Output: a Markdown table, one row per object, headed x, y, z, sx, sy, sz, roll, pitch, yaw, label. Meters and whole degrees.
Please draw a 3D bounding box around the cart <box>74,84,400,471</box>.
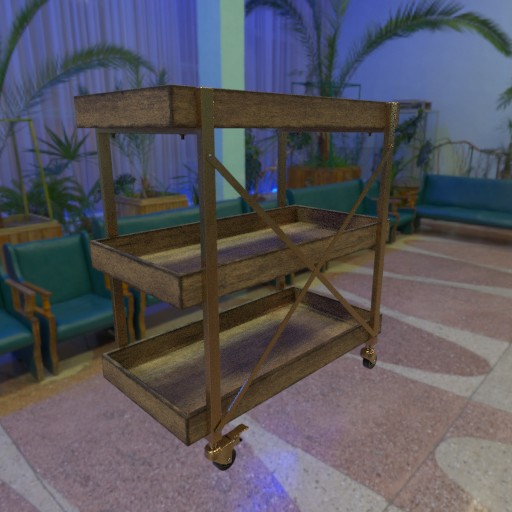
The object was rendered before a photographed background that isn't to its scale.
| x | y | z | sx | sy | sz | roll | pitch | yaw | label |
| --- | --- | --- | --- | --- | --- | --- | --- | --- | --- |
| 0.000 | 0.000 | 1.200 | 0.750 | 0.799 | 0.416 | -15 | 22 | -42 | cart |
